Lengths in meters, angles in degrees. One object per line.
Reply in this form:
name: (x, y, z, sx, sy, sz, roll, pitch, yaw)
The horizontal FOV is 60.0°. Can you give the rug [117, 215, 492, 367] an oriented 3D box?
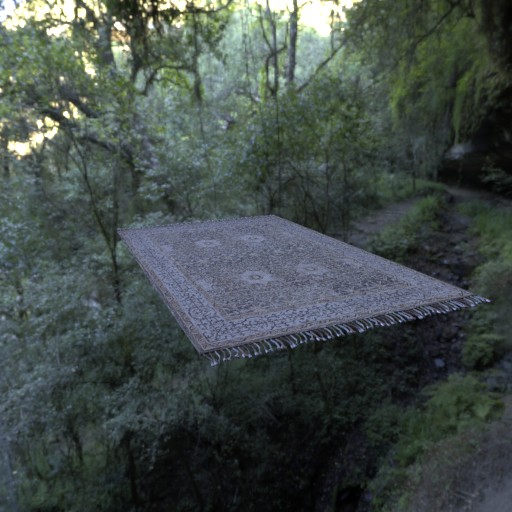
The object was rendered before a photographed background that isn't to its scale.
rug: (0.000, 0.000, 2.460, 1.237, 0.010, 2.029, -7, 18, -23)
